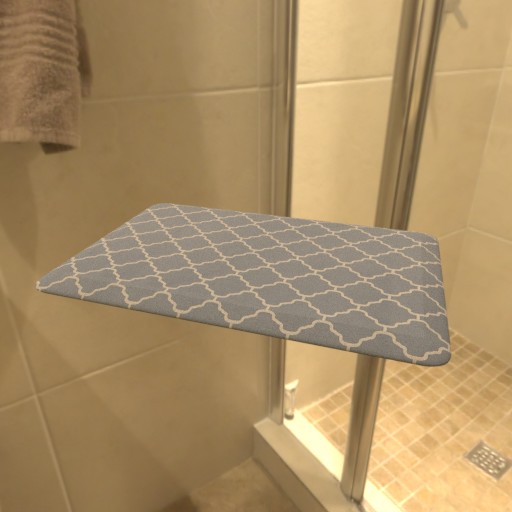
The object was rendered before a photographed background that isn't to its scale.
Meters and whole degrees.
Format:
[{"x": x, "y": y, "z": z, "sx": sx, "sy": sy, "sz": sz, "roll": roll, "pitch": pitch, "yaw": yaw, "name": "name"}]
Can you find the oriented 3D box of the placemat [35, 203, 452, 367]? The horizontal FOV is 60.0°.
[{"x": 0.000, "y": 0.000, "z": 0.958, "sx": 0.762, "sy": 0.021, "sz": 0.508, "roll": 8, "pitch": 28, "yaw": 16, "name": "placemat"}]
